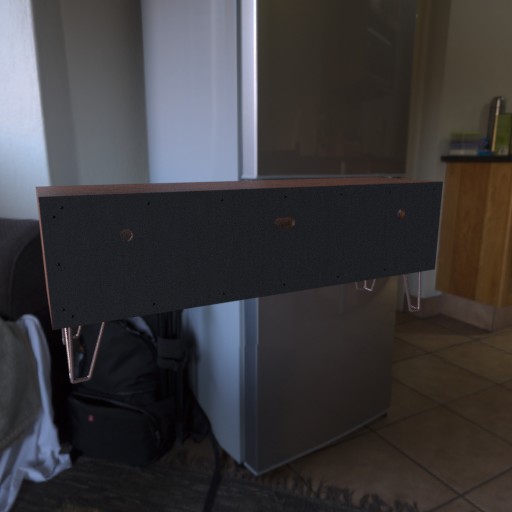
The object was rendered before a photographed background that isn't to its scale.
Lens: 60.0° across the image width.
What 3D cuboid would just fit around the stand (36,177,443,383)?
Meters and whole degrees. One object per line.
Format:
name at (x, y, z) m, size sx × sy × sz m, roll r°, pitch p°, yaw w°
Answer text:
stand at (0.000, 0.000, 1.892) m, size 1.626 × 0.610 × 0.481 m, roll -6°, pitch 14°, yaw -26°
